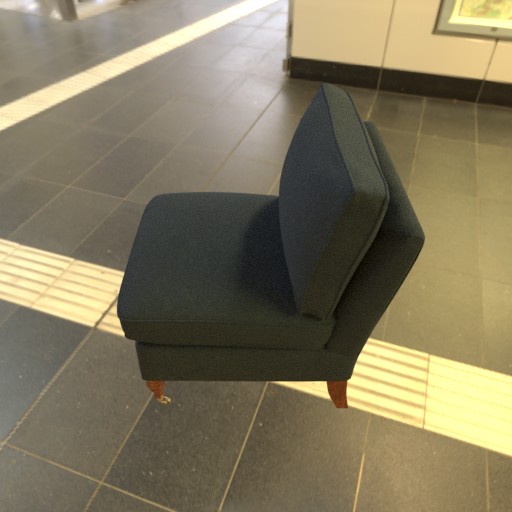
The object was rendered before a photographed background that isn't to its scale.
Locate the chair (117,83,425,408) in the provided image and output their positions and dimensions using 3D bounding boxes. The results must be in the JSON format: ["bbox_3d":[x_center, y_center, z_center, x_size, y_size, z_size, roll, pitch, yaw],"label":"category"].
[{"bbox_3d":[0.000,0.000,1.671,0.912,1.052,0.724,0,42,0],"label":"chair"}]
